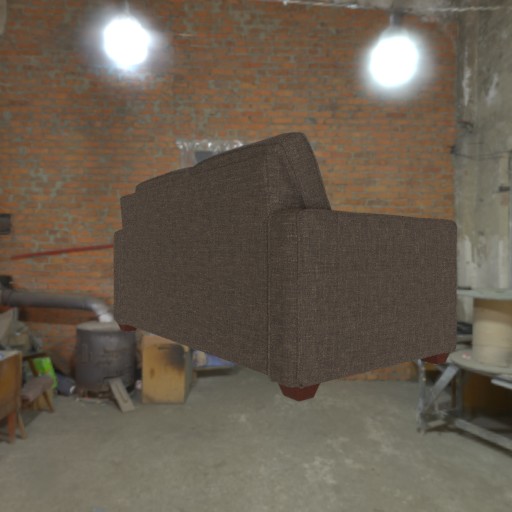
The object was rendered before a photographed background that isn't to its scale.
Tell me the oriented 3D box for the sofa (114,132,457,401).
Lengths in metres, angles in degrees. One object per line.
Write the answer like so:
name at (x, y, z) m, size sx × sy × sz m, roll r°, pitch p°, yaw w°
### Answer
sofa at (0.000, 0.000, 2.307) m, size 0.947 × 0.918 × 1.709 m, roll 0°, pitch 1°, yaw -36°
